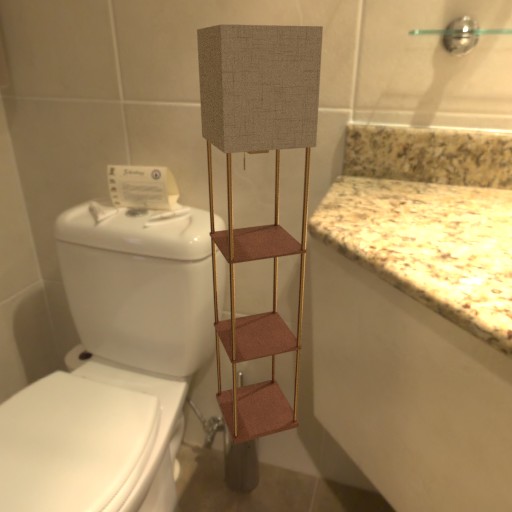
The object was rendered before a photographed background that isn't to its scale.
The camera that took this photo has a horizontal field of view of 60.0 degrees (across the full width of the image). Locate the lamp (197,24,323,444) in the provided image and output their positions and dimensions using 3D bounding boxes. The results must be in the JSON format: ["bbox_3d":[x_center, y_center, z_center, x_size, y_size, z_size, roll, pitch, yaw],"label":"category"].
[{"bbox_3d":[0.000,0.000,1.713,0.310,1.569,0.308,-8,26,-17],"label":"lamp"}]
